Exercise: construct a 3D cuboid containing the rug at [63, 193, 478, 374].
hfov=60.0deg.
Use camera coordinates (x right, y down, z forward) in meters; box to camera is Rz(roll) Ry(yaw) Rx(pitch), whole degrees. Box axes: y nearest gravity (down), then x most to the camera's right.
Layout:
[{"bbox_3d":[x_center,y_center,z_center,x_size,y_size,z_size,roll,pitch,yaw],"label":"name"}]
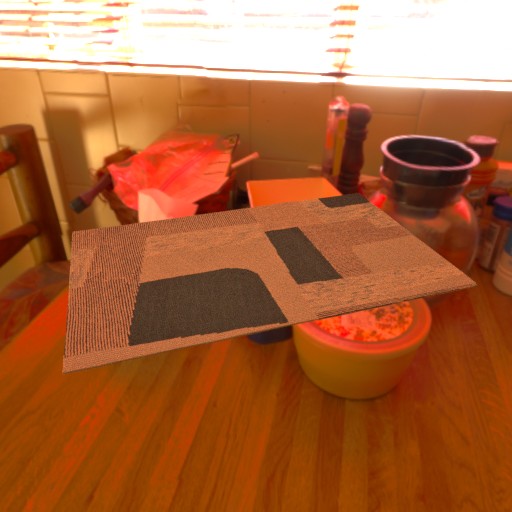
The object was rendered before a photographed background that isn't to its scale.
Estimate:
[{"bbox_3d":[0.000,0.000,3.063,2.436,0.015,1.521,-9,33,-15],"label":"rug"}]
